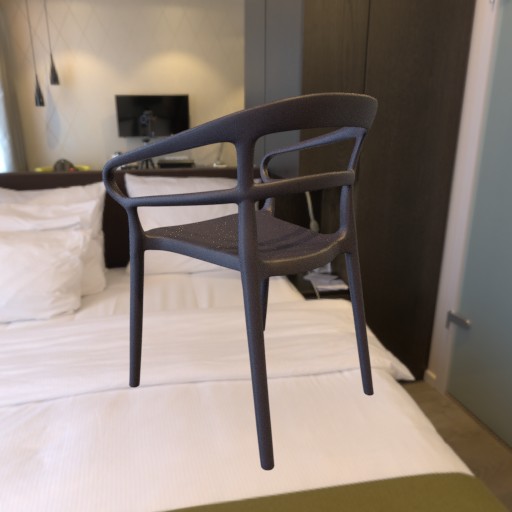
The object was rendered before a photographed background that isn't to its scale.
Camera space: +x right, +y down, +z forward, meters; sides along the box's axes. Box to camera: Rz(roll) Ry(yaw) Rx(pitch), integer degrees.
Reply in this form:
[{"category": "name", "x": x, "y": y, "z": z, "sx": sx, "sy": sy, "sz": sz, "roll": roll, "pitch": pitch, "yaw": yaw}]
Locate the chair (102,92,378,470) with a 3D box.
[{"category": "chair", "x": 0.000, "y": 0.000, "z": 1.132, "sx": 0.559, "sy": 0.761, "sz": 0.527, "roll": -15, "pitch": 23, "yaw": -41}]
